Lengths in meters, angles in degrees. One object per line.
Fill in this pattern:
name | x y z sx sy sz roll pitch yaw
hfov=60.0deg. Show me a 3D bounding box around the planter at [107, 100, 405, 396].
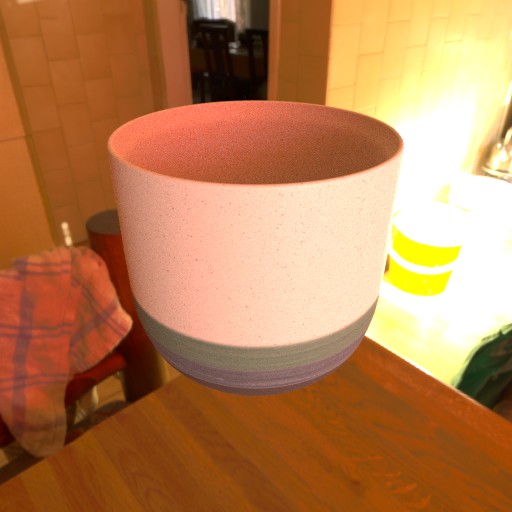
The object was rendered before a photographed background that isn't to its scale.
planter | 0.000 0.000 0.480 0.268 0.270 0.268 0 31 0
